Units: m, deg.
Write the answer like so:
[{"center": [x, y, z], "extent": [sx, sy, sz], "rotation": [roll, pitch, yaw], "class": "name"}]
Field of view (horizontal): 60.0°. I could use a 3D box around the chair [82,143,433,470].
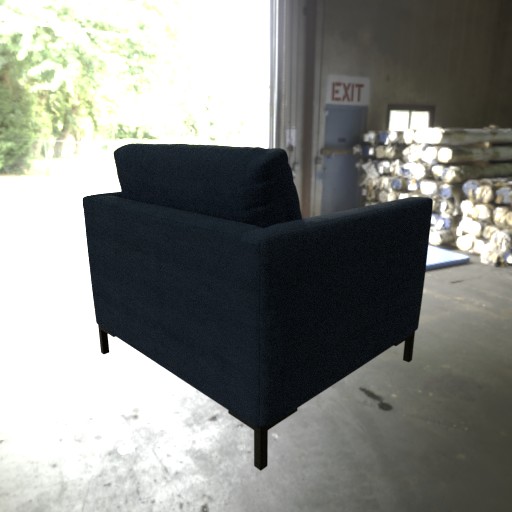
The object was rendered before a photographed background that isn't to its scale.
[{"center": [0.000, 0.000, 1.634], "extent": [0.875, 0.812, 0.964], "rotation": [-15, 21, -43], "class": "chair"}]
